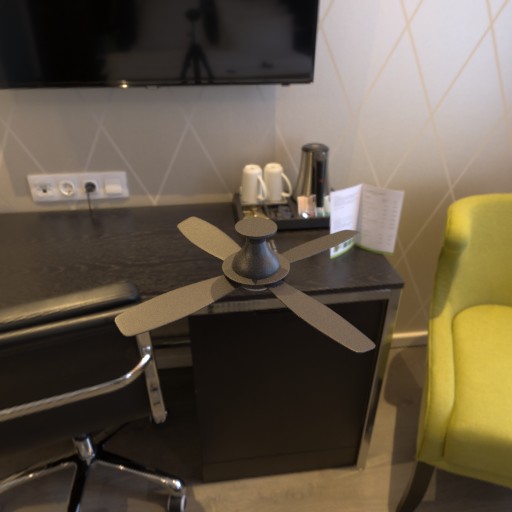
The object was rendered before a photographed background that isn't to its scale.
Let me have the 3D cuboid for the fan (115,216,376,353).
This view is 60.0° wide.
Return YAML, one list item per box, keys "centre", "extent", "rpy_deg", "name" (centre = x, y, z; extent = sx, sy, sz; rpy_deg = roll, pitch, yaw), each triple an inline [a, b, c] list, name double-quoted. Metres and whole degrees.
- centre: [0.000, 0.000, 2.555]
  extent: [1.694, 0.382, 1.694]
  rpy_deg: [-21, 37, -32]
  name: "fan"
